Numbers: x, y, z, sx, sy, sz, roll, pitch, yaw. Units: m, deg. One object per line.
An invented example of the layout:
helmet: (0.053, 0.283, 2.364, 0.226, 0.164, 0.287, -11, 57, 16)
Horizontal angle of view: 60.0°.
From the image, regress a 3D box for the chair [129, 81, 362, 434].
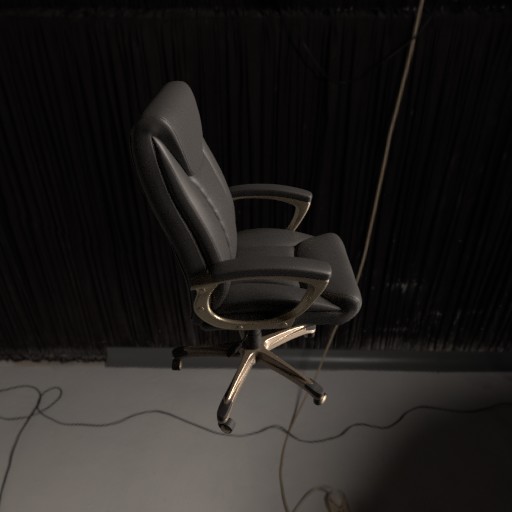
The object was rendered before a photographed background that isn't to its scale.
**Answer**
chair: (0.000, 0.000, 1.675, 0.748, 1.188, 0.694, 0, 32, 0)
